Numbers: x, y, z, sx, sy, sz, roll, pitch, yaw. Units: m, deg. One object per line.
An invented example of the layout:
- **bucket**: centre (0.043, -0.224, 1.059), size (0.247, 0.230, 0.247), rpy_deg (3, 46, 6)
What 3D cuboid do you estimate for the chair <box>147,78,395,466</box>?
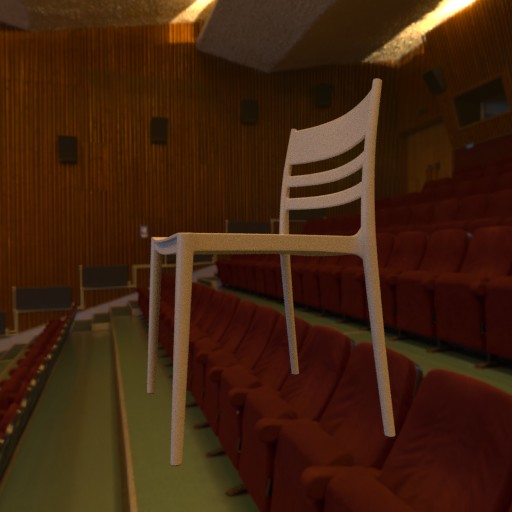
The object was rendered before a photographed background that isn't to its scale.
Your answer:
- **chair**: centre (0.000, 0.000, 1.148), size (0.511, 0.800, 0.531), rpy_deg (0, 1, -20)
